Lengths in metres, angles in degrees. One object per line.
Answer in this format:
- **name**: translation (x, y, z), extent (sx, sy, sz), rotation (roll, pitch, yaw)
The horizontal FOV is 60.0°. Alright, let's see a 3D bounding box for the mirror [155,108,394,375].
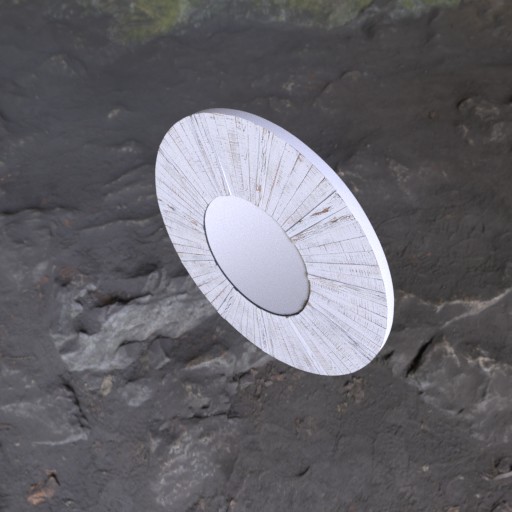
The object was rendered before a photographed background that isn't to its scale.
- **mirror**: translation (0.000, 0.000, 1.380), extent (0.914, 0.914, 0.038), rotation (32, 53, 28)
